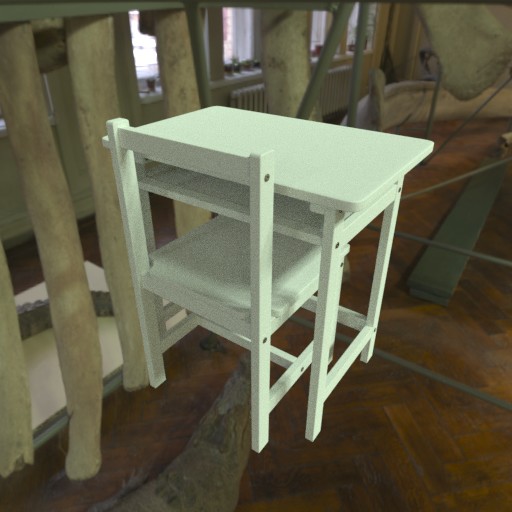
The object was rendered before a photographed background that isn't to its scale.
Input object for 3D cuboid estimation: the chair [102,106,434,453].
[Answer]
[{"bbox_3d":[0.000,0.000,1.050,0.599,0.673,0.461,20,36,30],"label":"chair"}]
